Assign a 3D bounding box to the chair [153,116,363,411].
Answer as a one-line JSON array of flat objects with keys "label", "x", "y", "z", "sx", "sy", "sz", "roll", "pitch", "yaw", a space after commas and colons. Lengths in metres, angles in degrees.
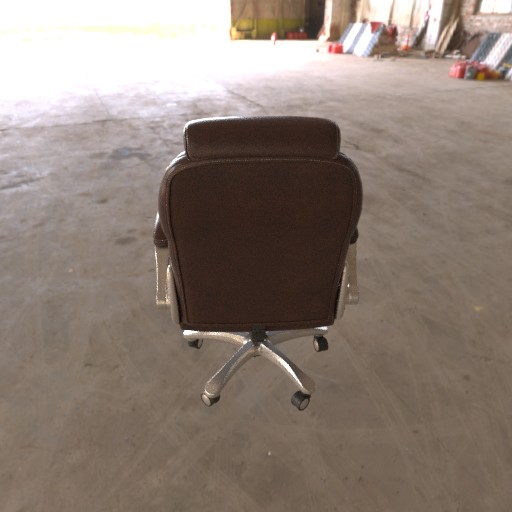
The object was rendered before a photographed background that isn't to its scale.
[{"label": "chair", "x": 0.000, "y": 0.000, "z": 1.668, "sx": 0.733, "sy": 1.160, "sz": 0.774, "roll": -1, "pitch": 30, "yaw": -2}]
